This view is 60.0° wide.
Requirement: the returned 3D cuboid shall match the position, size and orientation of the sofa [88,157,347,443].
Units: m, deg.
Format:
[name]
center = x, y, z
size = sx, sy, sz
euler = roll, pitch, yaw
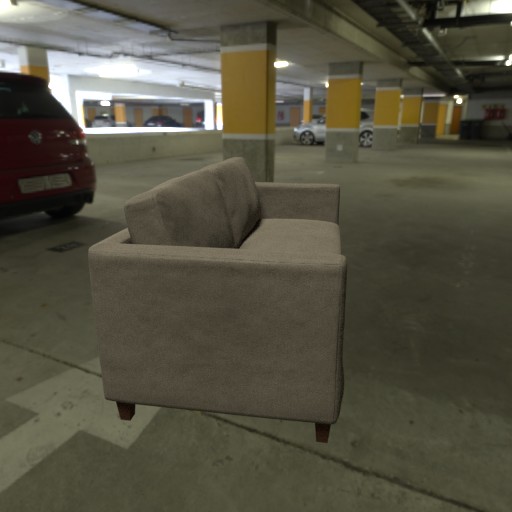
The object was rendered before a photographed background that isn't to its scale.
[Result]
[sofa]
center = 0.000, 0.000, 2.454
size = 0.950, 0.963, 1.884
euler = 3, 17, 9
